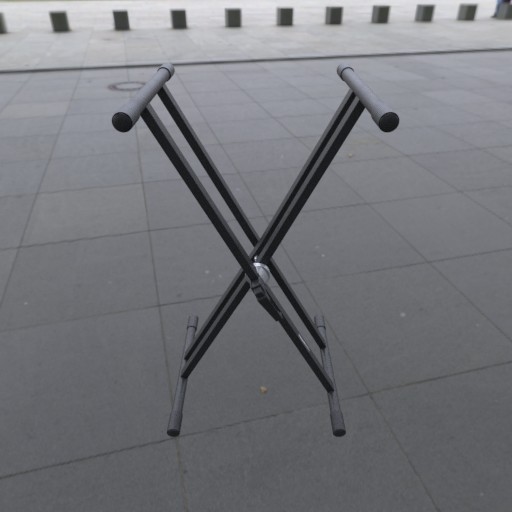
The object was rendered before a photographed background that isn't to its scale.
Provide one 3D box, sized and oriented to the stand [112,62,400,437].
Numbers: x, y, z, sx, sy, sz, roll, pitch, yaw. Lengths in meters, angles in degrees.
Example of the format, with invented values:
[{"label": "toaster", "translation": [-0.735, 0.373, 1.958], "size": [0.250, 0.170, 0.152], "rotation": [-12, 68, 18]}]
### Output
[{"label": "stand", "translation": [0.000, 0.000, 1.208], "size": [0.503, 0.900, 0.495], "rotation": [0, 33, 0]}]
